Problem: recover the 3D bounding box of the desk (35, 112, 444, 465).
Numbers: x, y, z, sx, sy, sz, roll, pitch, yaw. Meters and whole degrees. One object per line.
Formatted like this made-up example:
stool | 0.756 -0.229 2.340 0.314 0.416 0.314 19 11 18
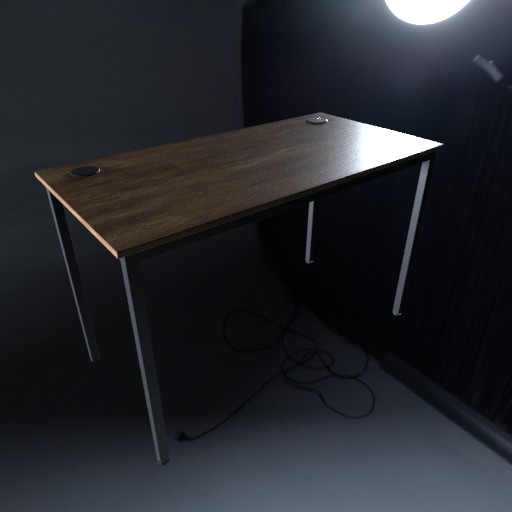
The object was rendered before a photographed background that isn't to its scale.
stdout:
desk | 0.000 0.000 1.619 1.200 0.749 0.600 -22 37 -32
